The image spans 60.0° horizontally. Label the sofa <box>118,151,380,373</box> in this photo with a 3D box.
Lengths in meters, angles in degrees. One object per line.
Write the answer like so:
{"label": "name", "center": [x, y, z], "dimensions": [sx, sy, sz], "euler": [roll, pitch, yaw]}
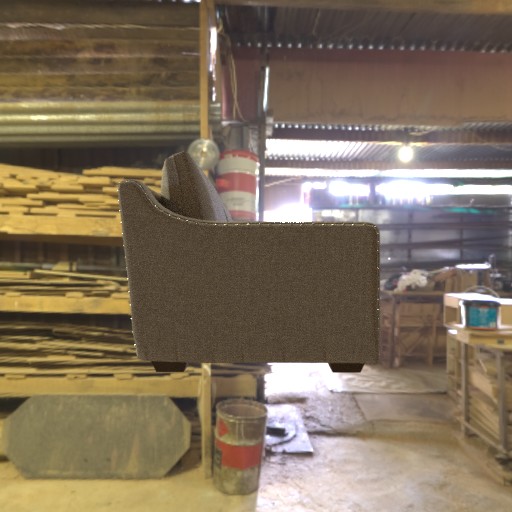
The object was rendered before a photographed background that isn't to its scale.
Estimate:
{"label": "sofa", "center": [0.000, 0.000, 2.717], "dimensions": [1.000, 0.857, 2.208], "euler": [0, 0, 1]}
